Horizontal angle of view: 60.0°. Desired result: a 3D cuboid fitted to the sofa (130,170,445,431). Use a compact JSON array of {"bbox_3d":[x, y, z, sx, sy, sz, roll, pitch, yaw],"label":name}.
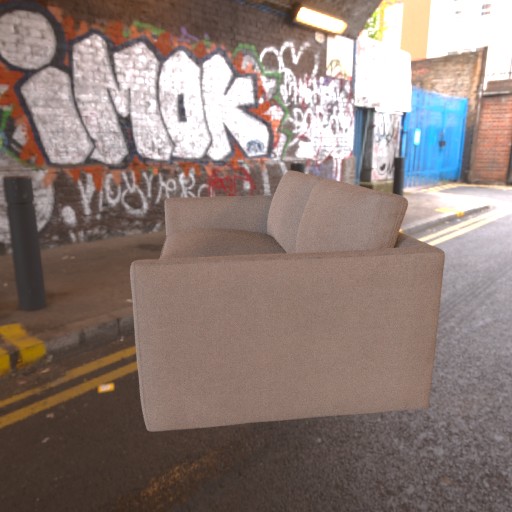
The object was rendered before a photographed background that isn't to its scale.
[{"bbox_3d":[0.000,0.000,2.432,1.091,0.839,1.905,-2,14,-8],"label":"sofa"}]
